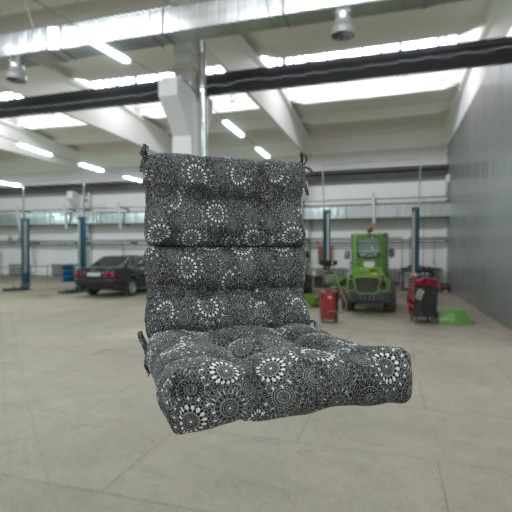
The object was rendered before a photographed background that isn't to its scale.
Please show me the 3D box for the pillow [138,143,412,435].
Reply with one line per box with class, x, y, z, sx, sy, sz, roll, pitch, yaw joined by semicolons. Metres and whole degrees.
pillow;0.000;0.000;1.040;0.519;0.605;0.571;0;1;-18
